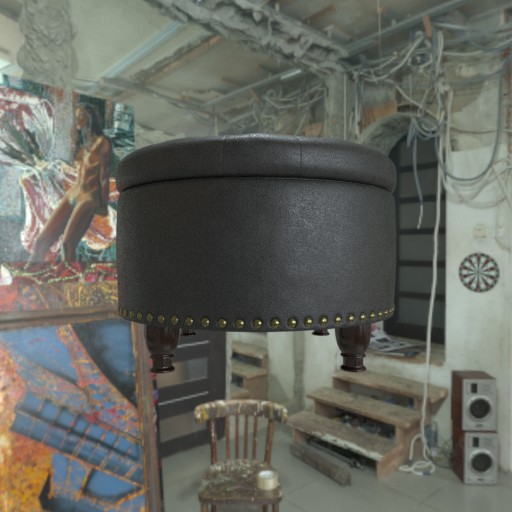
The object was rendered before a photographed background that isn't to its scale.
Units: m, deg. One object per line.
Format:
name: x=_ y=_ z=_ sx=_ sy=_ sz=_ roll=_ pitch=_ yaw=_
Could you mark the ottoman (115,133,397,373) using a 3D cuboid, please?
ottoman: x=0.000 y=0.000 z=1.053 sx=0.637 sy=0.442 sz=0.637 roll=0 pitch=0 yaw=0
